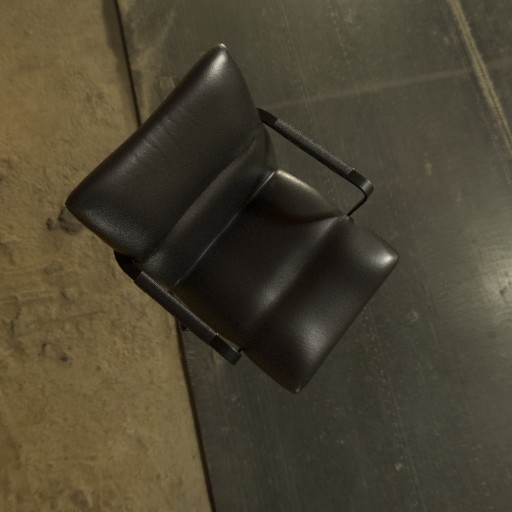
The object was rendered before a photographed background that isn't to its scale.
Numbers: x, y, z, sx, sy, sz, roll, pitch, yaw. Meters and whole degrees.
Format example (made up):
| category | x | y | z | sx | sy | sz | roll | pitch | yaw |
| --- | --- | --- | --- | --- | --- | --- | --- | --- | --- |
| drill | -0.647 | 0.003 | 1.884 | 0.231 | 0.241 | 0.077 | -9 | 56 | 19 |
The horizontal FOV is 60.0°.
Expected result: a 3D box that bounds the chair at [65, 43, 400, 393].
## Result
| category | x | y | z | sx | sy | sz | roll | pitch | yaw |
| --- | --- | --- | --- | --- | --- | --- | --- | --- | --- |
| chair | 0.000 | 0.000 | 1.454 | 0.748 | 0.922 | 0.719 | 38 | 80 | 8 |
